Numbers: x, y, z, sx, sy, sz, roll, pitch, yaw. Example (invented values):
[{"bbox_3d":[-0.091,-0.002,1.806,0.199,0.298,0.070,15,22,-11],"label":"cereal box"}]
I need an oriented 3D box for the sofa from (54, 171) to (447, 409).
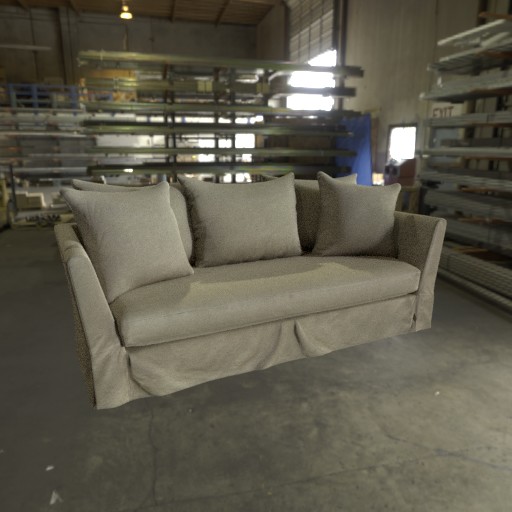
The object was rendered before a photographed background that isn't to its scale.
[{"bbox_3d":[0.000,0.000,2.844,2.290,1.034,1.031,-7,16,-26],"label":"sofa"}]
